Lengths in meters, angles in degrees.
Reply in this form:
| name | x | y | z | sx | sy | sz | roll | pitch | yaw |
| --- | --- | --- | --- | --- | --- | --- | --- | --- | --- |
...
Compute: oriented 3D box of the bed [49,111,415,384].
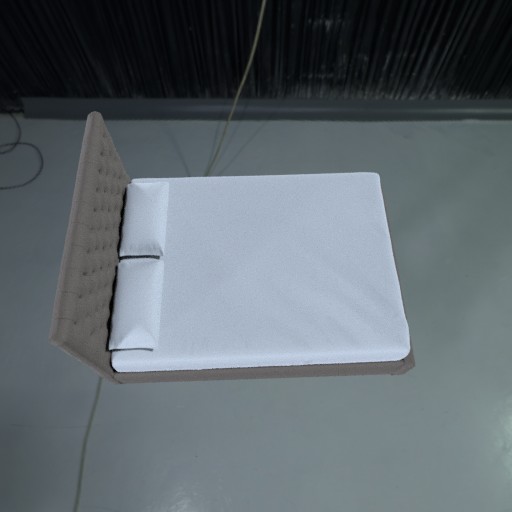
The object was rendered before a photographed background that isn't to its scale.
| name | x | y | z | sx | sy | sz | roll | pitch | yaw |
| --- | --- | --- | --- | --- | --- | --- | --- | --- | --- |
| bed | 0.000 | 0.000 | 3.444 | 2.387 | 1.427 | 1.698 | -2 | 64 | -1 |
